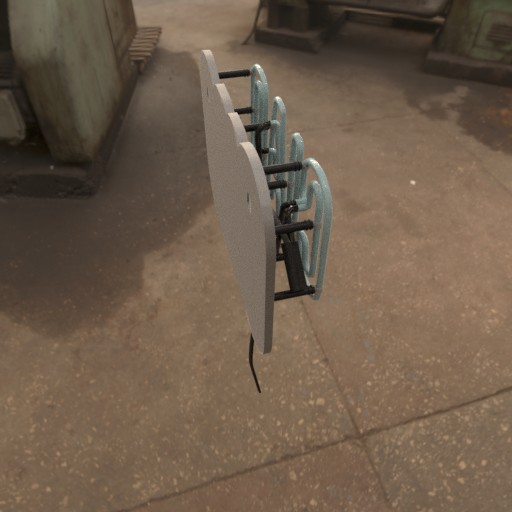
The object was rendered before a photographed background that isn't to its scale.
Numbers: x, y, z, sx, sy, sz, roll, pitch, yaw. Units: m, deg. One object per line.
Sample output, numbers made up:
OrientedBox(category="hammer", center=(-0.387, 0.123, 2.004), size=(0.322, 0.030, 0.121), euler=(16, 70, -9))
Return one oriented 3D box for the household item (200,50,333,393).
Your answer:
OrientedBox(category="household item", center=(0.000, 0.000, 0.384), size=(0.042, 0.294, 0.211), euler=(-10, 47, -10))
